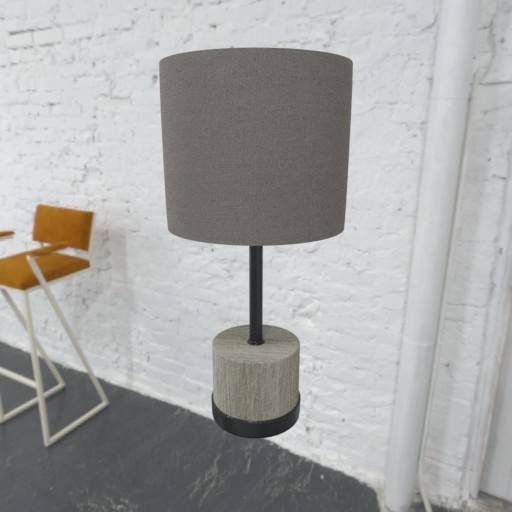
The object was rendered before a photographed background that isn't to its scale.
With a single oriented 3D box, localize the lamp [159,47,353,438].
[{"bbox_3d":[0.000,0.000,0.590,0.229,0.470,0.229,2,15,8],"label":"lamp"}]
